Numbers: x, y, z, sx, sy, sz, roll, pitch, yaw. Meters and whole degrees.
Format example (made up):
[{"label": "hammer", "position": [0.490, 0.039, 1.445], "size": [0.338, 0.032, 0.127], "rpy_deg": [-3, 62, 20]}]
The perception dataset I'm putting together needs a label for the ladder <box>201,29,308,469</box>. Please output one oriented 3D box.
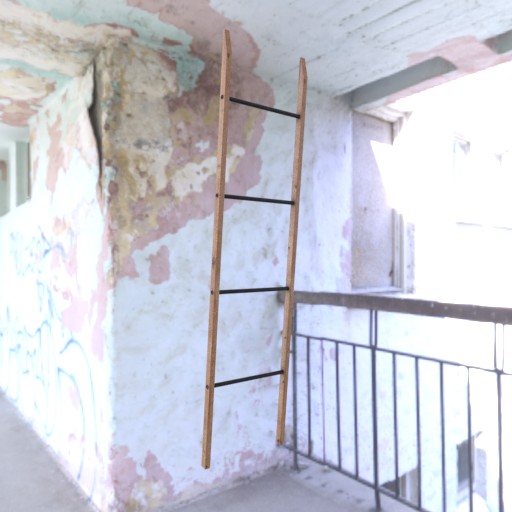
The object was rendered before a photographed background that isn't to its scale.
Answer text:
[{"label": "ladder", "position": [0.000, 0.000, 1.954], "size": [0.442, 1.805, 0.200], "rpy_deg": [0, 0, -37]}]
